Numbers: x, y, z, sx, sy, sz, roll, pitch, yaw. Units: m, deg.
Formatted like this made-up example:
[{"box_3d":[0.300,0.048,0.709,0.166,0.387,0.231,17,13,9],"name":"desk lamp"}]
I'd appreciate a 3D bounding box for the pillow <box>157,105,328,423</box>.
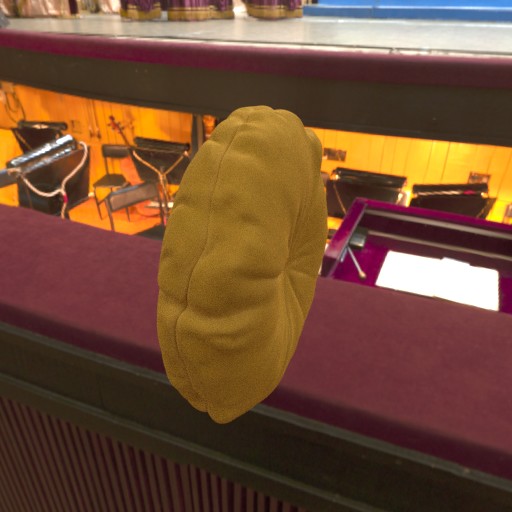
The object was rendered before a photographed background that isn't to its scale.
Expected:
[{"box_3d":[0.000,0.000,0.637,0.148,0.407,0.428,11,33,18],"name":"pillow"}]
